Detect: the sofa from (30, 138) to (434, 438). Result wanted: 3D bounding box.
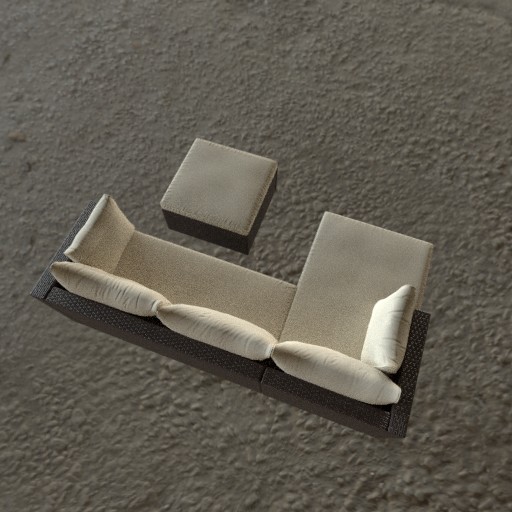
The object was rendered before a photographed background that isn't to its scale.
[{"bbox_3d":[0.000,0.000,2.931,2.192,0.766,1.612,19,65,9],"label":"sofa"}]
